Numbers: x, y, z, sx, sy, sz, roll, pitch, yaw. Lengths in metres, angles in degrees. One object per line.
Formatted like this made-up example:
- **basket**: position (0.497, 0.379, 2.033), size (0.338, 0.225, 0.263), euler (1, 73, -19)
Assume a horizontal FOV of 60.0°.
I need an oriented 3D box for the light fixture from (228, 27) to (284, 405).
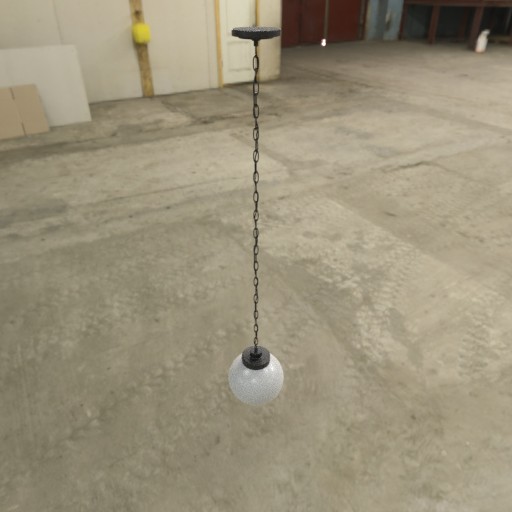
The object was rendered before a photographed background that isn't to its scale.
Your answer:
- **light fixture**: position (0.000, 0.000, 2.040), size (0.304, 1.867, 0.305), euler (0, 32, 0)
